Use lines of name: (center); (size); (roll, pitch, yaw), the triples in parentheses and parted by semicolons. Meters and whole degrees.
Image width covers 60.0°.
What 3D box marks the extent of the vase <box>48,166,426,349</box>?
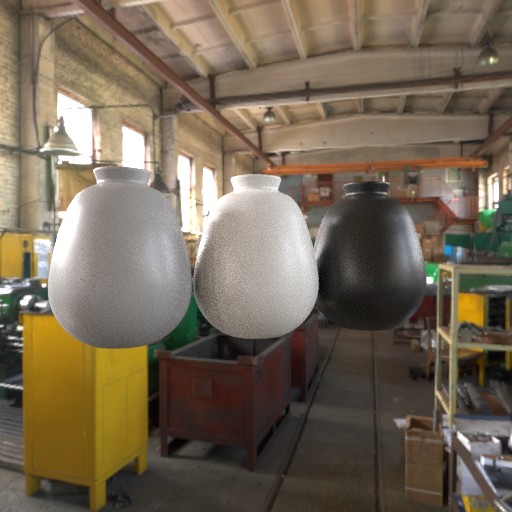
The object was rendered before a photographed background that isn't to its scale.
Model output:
vase: (0.000, 0.000, 0.348); (0.297, 0.122, 0.097); (0, 1, -19)
